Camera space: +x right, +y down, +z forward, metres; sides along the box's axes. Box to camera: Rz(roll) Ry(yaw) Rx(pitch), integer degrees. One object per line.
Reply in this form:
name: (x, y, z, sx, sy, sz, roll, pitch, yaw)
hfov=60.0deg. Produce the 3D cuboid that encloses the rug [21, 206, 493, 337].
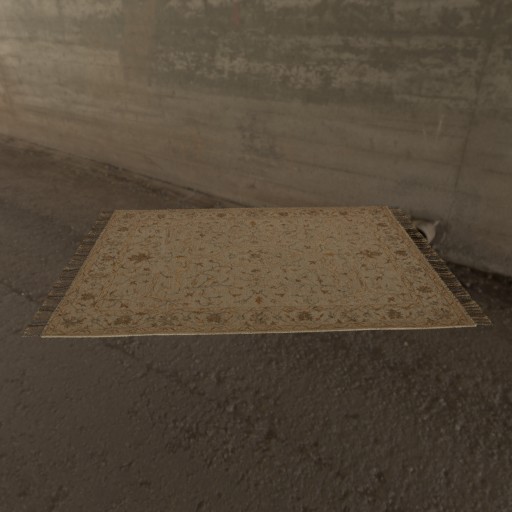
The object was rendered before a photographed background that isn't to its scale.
rug: (0.000, 0.000, 2.254, 1.861, 0.017, 1.218, -1, 29, -2)
